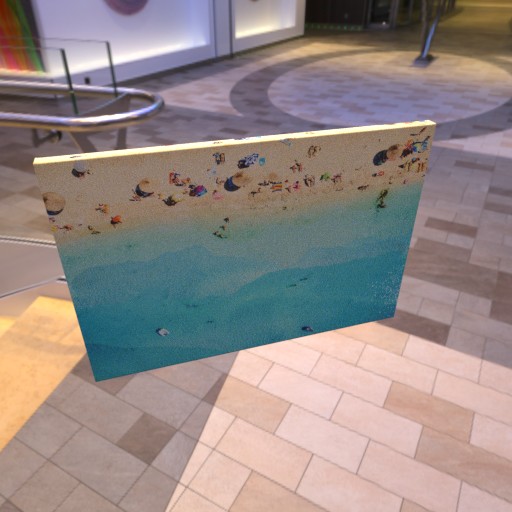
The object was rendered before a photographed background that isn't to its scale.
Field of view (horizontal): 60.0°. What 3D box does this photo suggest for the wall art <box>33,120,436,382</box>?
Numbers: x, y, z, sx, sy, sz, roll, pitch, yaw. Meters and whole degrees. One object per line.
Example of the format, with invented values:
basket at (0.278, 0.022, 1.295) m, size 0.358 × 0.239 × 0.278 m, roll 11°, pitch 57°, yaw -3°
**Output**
wall art at (0.000, 0.000, 1.431) m, size 1.136 × 0.769 × 0.040 m, roll -9°, pitch 34°, yaw -14°
